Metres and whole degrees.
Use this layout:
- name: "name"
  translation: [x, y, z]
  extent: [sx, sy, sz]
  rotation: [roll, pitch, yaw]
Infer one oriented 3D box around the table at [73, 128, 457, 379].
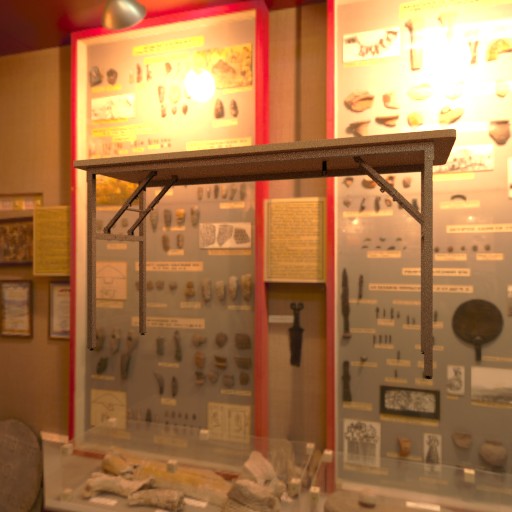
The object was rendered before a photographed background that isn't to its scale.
- name: "table"
  translation: [0.000, 0.000, 1.730]
  extent: [1.397, 0.750, 0.446]
  rotation: [0, 0, 19]
